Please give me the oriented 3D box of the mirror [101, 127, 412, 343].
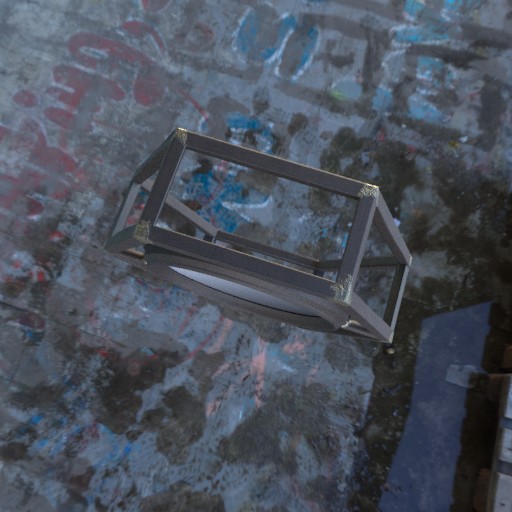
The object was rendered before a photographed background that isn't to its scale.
[{"bbox_3d":[0.000,0.000,0.564,0.380,0.334,0.119,17,77,4],"label":"mirror"}]
